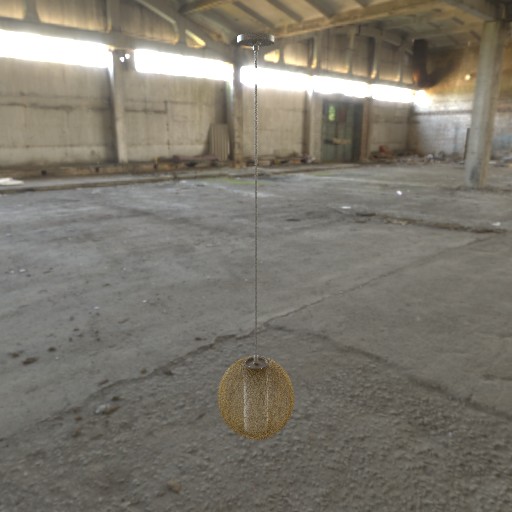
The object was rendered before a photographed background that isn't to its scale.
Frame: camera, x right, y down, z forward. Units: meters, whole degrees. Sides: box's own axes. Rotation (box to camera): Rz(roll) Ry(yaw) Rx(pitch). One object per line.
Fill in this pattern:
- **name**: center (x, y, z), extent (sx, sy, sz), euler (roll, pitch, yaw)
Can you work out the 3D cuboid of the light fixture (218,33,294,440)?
- **light fixture**: center (0.000, 0.000, 2.163), extent (0.406, 1.955, 0.407), euler (-14, 20, -42)
